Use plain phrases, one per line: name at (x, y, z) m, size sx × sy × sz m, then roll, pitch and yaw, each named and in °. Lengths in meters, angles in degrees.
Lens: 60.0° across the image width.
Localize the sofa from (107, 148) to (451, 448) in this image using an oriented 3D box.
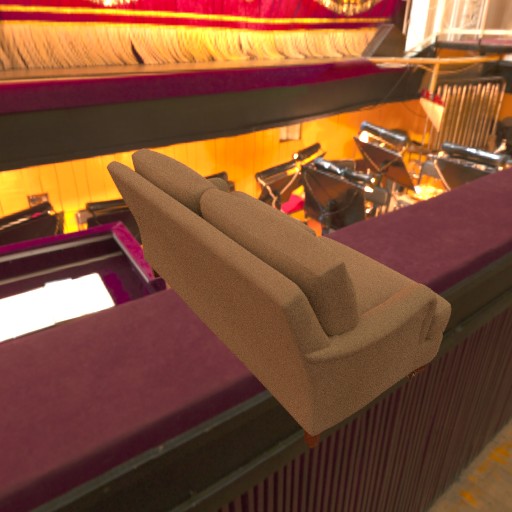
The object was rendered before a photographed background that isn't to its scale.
sofa at (0.000, 0.000, 2.699) m, size 1.091 × 0.997 × 2.070 m, roll -18°, pitch 33°, yaw -30°
